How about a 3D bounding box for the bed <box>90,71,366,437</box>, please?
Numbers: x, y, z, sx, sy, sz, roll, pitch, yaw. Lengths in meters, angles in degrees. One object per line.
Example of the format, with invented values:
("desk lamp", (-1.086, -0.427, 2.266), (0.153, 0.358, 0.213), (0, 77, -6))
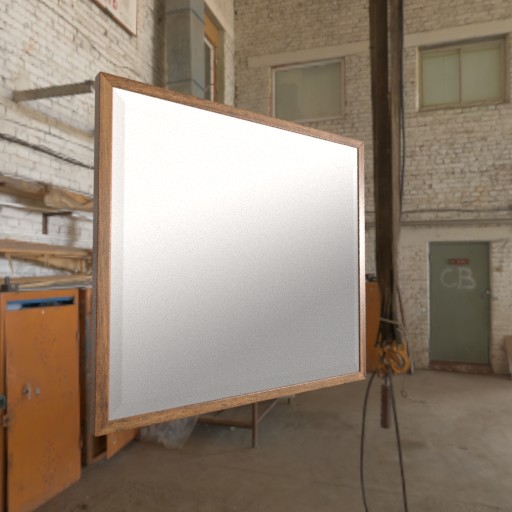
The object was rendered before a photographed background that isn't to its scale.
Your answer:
("bed", (0.000, 0.000, 1.462), (1.041, 0.940, 0.043), (2, -3, -36))
